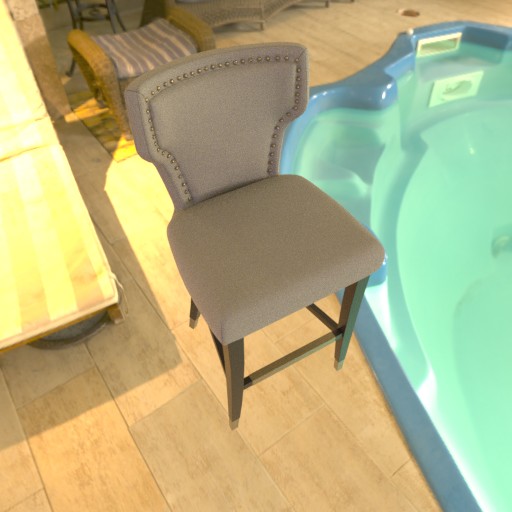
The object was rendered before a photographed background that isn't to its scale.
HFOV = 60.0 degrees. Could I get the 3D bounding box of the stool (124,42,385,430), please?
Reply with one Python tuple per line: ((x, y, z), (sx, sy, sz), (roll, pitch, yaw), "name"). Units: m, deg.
((0.000, 0.000, 1.394), (0.526, 1.092, 0.563), (-23, 52, -20), "stool")
